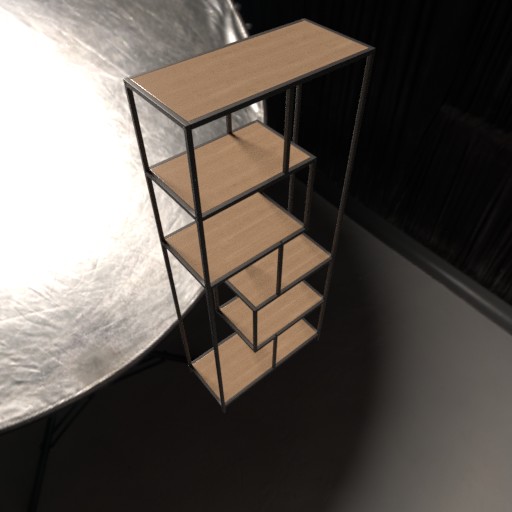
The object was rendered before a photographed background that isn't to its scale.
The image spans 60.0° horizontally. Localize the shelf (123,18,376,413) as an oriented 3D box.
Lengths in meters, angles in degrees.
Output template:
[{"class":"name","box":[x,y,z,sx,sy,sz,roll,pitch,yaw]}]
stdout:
[{"class":"shelf","box":[0.000,0.000,2.112,0.770,1.850,0.350,-31,55,-25]}]
